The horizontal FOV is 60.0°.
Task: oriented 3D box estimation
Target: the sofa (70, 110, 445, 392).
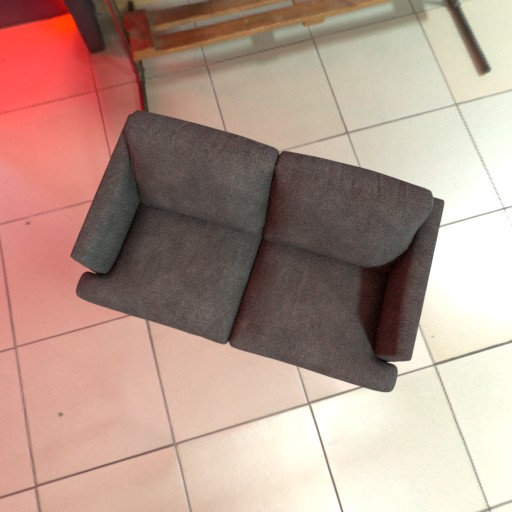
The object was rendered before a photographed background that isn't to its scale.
[{"bbox_3d":[0.000,0.000,2.175,1.582,0.956,0.903,16,76,4],"label":"sofa"}]
